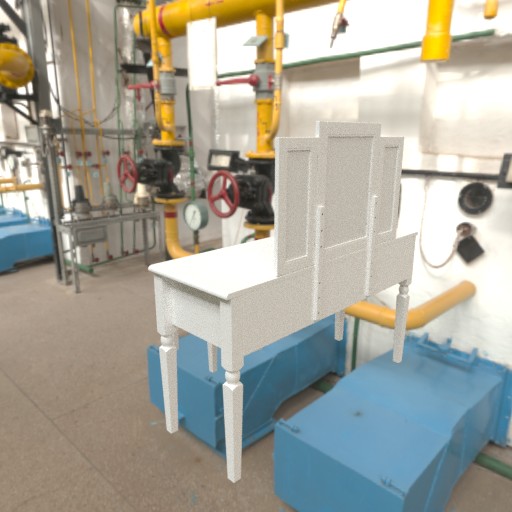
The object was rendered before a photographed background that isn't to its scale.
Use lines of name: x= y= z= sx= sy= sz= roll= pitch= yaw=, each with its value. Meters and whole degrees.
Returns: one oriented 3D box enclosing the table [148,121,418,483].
table: x=0.000 y=0.000 z=2.300 sx=1.115 sy=1.310 sz=1.369 roll=15 pitch=21 yaw=43
